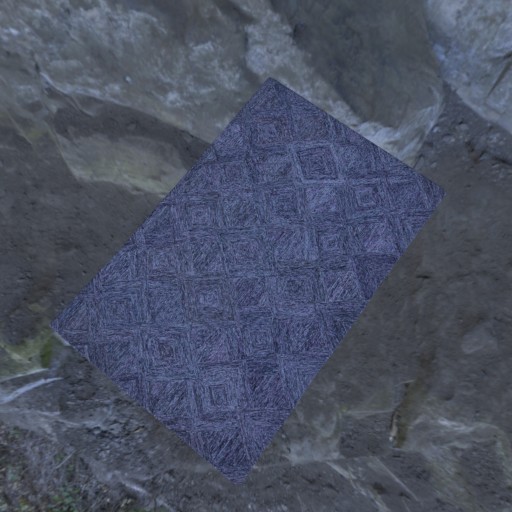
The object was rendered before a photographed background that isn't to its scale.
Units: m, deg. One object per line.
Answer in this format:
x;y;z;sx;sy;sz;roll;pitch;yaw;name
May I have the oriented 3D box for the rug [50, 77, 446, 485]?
0.000;0.000;2.202;1.158;0.013;1.752;36;78;9;rug
